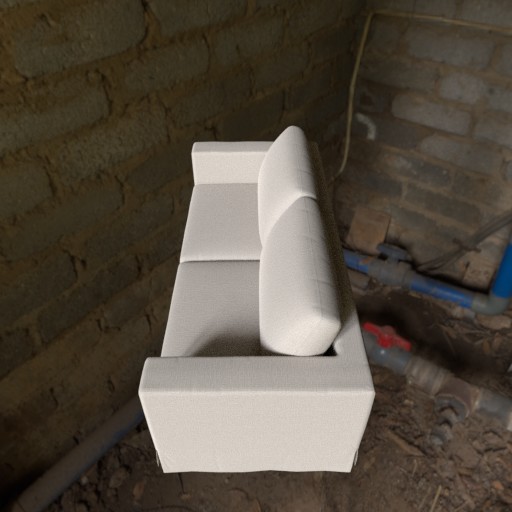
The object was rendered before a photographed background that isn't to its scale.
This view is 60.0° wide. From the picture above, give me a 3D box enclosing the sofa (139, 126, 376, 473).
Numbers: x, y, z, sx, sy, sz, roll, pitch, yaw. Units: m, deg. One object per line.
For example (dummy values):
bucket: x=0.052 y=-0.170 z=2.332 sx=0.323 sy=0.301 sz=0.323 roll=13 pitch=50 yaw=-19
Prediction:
sofa: x=0.000 y=0.000 z=2.660 sx=0.954 sy=0.881 sz=2.163 roll=0 pitch=41 yaw=0
